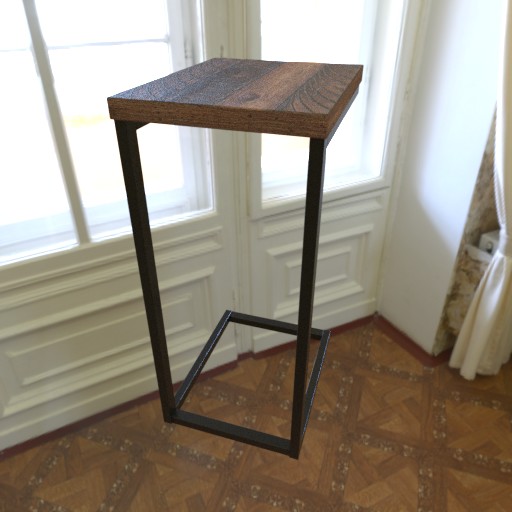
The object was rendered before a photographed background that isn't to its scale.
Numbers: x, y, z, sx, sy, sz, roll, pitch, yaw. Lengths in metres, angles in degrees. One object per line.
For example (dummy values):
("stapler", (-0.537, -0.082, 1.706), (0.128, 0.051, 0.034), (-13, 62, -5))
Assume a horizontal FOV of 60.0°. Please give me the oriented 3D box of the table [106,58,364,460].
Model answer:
("table", (0.000, 0.000, 0.950), (0.323, 0.718, 0.414), (10, 33, 15))
